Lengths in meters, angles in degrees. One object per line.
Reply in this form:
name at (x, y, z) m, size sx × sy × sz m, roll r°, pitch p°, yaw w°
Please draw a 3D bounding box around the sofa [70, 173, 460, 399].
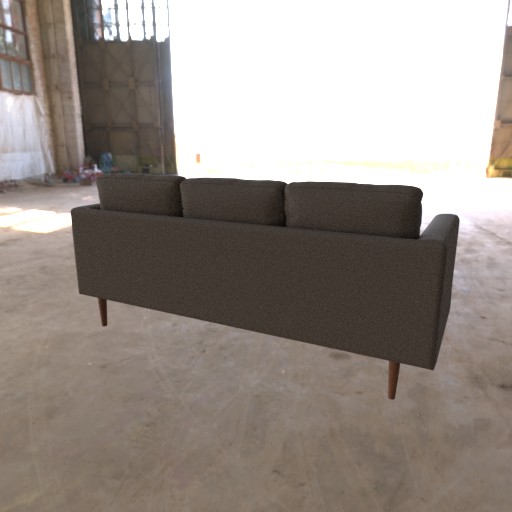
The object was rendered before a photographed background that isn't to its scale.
sofa at (0.000, 0.000, 2.507) m, size 2.029 × 0.912 × 0.802 m, roll 7°, pitch 16°, yaw 26°
